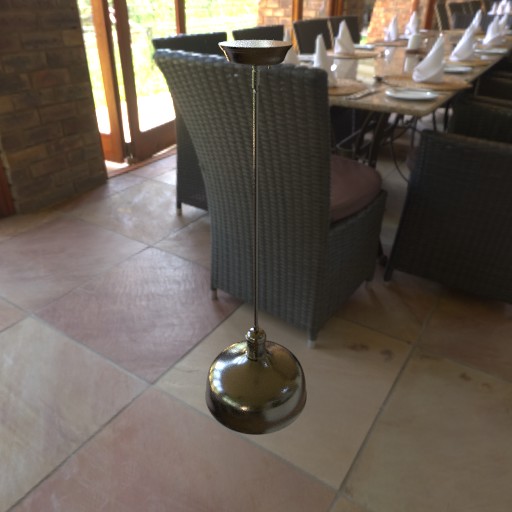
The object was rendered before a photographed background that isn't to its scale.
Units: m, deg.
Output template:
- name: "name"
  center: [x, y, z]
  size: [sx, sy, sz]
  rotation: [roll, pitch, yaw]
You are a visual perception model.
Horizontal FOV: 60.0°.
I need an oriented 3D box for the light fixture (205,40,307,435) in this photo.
- name: "light fixture"
  center: [0.000, 0.000, 1.077]
  size: [0.299, 0.935, 0.299]
  rotation: [21, 36, 31]
